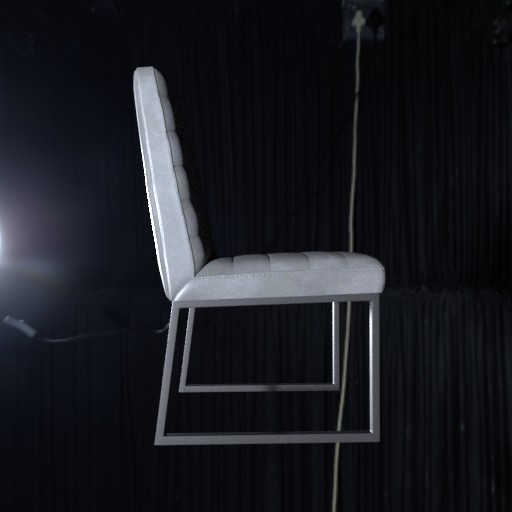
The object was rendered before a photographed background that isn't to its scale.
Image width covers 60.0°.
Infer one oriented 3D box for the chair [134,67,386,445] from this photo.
[{"bbox_3d":[0.000,0.000,1.326,0.634,0.930,0.520,0,-1,-2],"label":"chair"}]
